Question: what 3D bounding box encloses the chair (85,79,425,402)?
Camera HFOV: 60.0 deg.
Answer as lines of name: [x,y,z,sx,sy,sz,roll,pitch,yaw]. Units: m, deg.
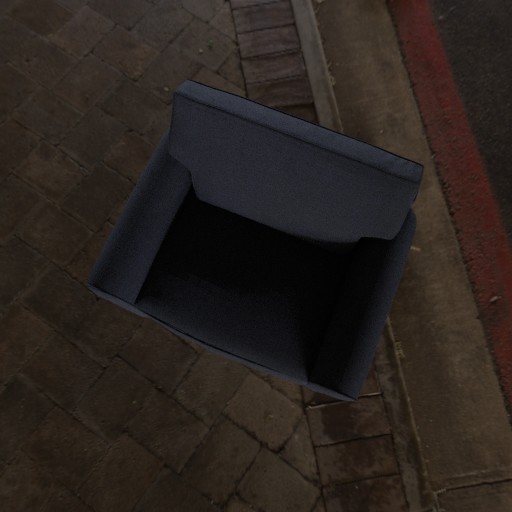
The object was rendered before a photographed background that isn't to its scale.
chair: [0.000,0.000,2.086,1.285,1.044,0.963,22,76,6]
